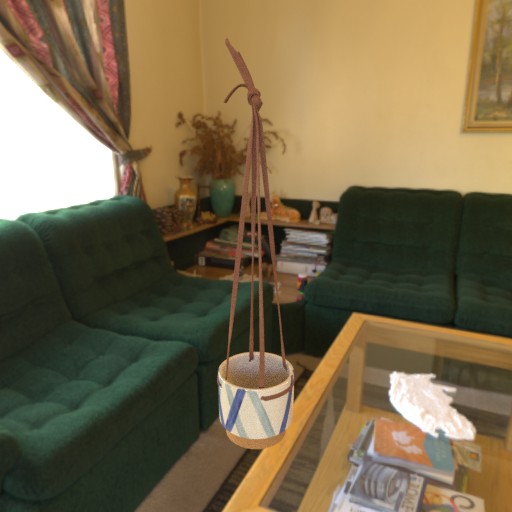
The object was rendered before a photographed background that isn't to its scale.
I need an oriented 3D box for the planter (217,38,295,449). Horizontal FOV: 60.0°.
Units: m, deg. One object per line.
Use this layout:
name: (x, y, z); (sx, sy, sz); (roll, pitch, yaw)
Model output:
planter: (0.000, 0.000, 0.831); (0.157, 0.753, 0.153); (2, 15, 7)
